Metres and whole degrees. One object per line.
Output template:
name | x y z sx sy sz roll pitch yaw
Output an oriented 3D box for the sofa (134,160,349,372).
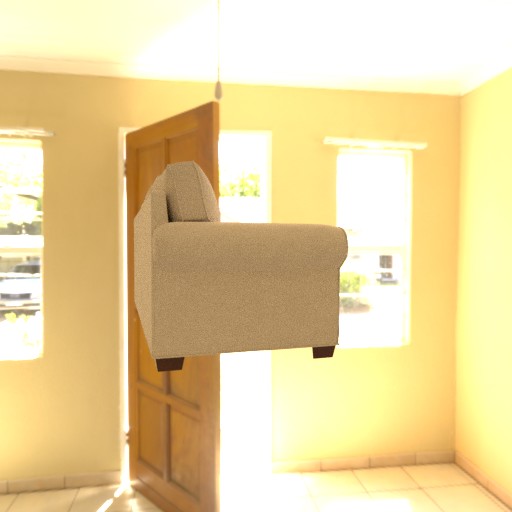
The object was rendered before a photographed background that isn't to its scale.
sofa | 0.000 0.000 2.411 1.226 0.734 1.770 0 1 -17
